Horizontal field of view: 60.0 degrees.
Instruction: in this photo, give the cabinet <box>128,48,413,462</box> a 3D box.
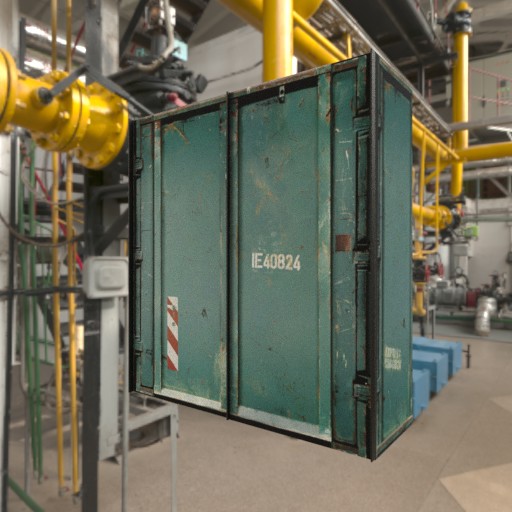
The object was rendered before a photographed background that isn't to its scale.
[{"bbox_3d":[0.000,0.000,3.170,2.000,2.160,0.680,0,0,36],"label":"cabinet"}]
